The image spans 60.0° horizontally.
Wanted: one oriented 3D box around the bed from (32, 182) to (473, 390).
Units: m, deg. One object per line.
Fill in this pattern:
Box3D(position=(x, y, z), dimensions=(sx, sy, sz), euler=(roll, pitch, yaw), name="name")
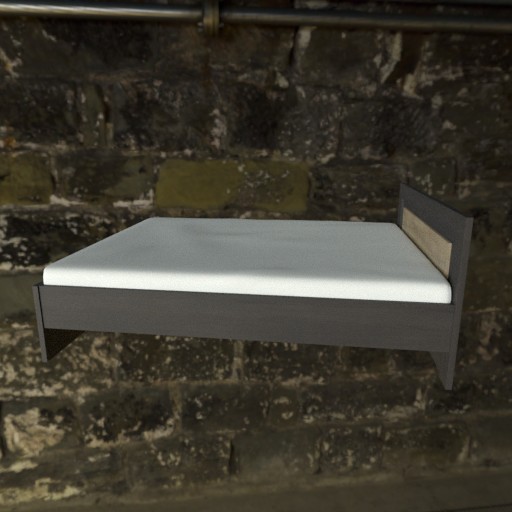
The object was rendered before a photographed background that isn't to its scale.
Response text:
Box3D(position=(0.000, 0.000, 2.873), dimensions=(2.073, 0.823, 1.585), euler=(2, 15, 8), name="bed")
